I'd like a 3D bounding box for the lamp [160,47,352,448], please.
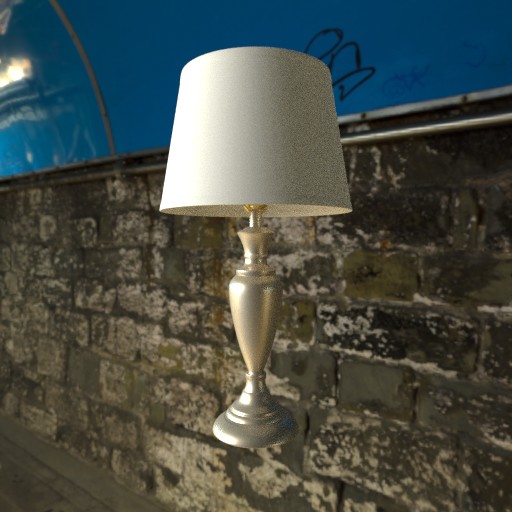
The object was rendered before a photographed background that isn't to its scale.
[{"bbox_3d":[0.000,0.000,0.775,0.328,0.612,0.328,0,2,0],"label":"lamp"}]
